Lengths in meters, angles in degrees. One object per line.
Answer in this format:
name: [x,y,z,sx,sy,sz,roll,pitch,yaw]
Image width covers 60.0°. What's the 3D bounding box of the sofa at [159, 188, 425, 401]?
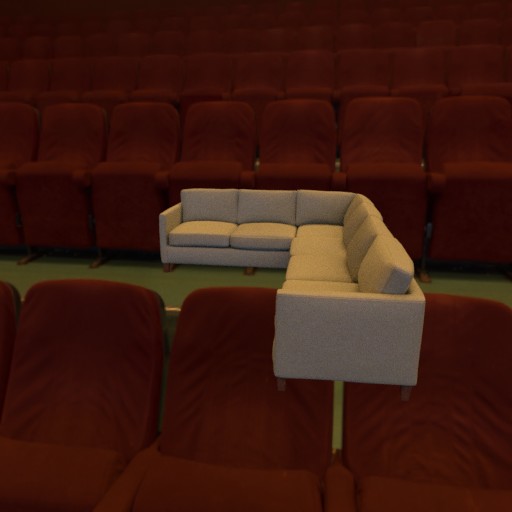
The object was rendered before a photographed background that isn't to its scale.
sofa: [0.000,0.000,4.420,2.592,0.947,3.301,2,16,8]
